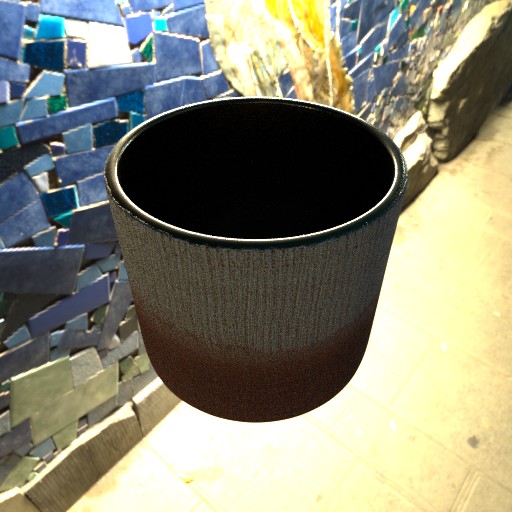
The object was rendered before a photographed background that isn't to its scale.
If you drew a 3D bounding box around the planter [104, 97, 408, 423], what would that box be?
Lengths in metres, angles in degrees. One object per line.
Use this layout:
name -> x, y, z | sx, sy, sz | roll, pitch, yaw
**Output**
planter -> 0.000, 0.000, 0.389 | 0.221, 0.201, 0.221 | 0, 41, 0
